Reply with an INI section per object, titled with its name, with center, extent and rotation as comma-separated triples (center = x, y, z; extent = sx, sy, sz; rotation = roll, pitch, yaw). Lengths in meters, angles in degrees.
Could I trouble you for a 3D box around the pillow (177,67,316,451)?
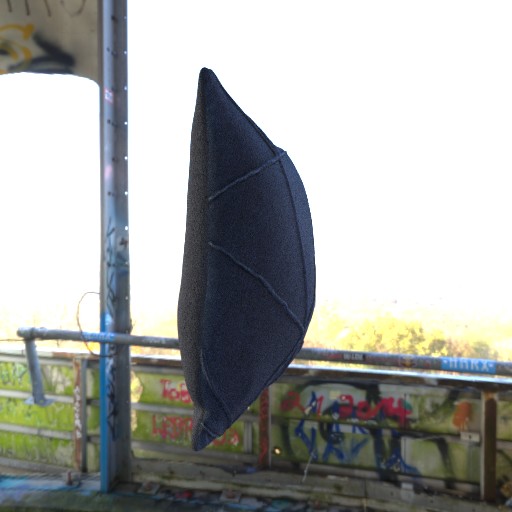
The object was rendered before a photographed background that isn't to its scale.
[pillow]
center = 0.000, 0.000, 0.705
extent = 0.183, 0.440, 0.439
rotation = 0, 1, 16
